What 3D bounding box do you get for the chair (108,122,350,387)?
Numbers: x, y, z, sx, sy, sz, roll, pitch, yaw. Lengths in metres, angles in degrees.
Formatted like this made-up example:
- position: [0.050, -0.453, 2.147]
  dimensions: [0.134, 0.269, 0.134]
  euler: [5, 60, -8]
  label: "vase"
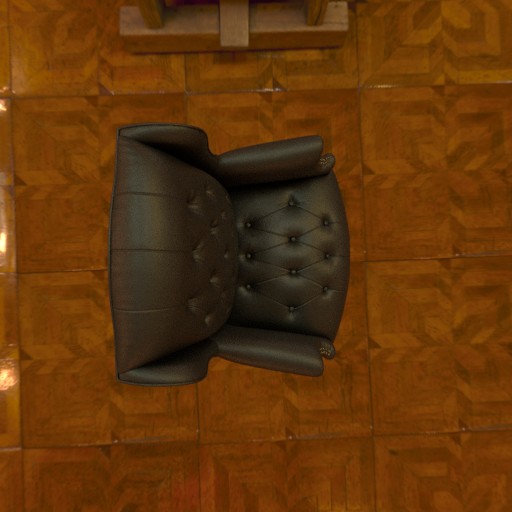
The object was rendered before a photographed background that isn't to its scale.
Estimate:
- position: [0.000, 0.000, 1.642]
  dimensions: [0.762, 1.111, 0.838]
  euler: [0, 89, -1]
  label: "chair"
